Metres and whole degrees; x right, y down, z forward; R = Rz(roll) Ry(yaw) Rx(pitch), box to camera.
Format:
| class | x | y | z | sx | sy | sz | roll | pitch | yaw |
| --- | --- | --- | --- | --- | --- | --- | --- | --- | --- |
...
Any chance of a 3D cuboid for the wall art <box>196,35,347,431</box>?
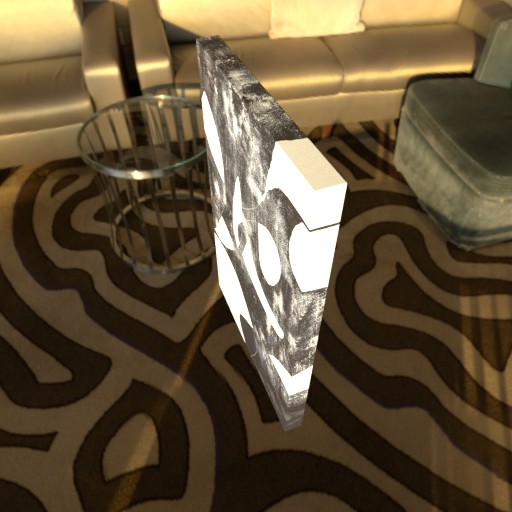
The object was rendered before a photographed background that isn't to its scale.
| class | x | y | z | sx | sy | sz | roll | pitch | yaw |
| --- | --- | --- | --- | --- | --- | --- | --- | --- | --- |
| wall art | 0.000 | 0.000 | 0.793 | 0.039 | 0.610 | 0.407 | -16 | 49 | -15 |
